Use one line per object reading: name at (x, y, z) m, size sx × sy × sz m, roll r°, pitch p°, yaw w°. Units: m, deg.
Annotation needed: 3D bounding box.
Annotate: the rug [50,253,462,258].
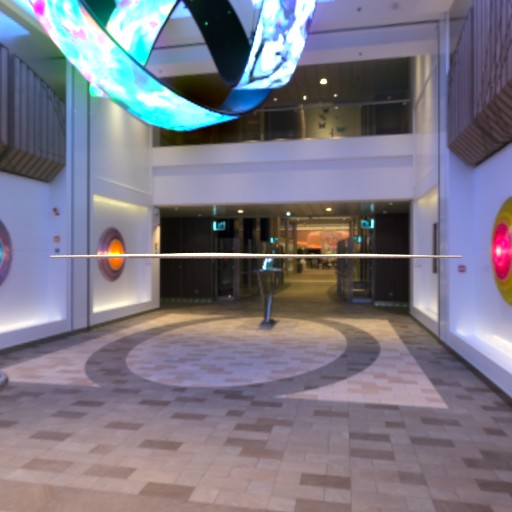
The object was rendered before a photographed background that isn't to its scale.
rug at (0.000, 0.000, 3.181) m, size 2.438 × 0.026 × 1.706 m, roll 0°, pitch 0°, yaw -35°
